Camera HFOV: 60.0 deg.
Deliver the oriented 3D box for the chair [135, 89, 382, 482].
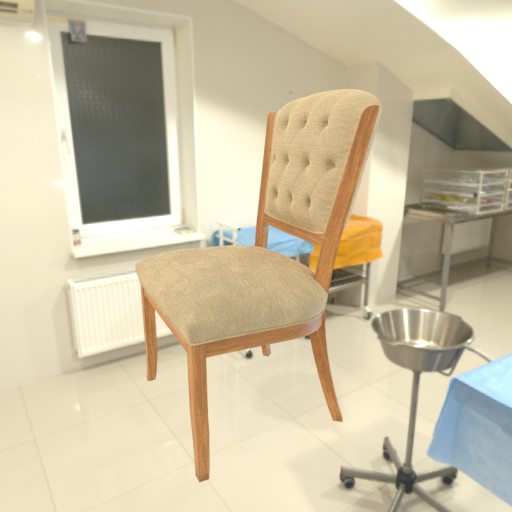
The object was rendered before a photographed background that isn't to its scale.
[{"bbox_3d":[0.000,0.000,1.260,0.584,0.905,0.513,-8,18,-26],"label":"chair"}]
